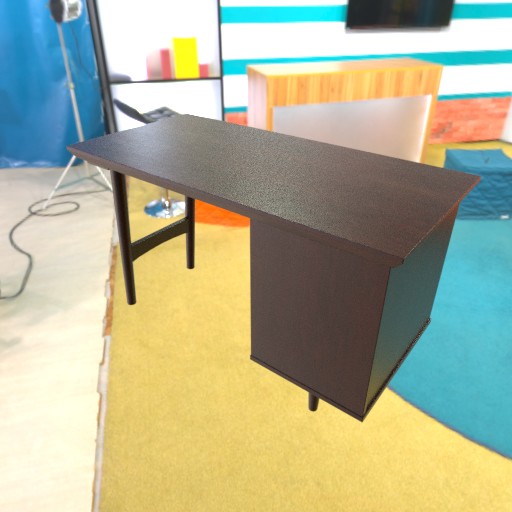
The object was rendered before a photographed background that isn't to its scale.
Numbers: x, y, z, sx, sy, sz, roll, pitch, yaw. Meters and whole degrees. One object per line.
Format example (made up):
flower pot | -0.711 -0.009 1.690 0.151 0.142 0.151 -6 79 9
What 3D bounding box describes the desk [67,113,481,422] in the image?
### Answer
desk | 0.000 0.000 1.685 1.277 0.758 0.612 22 38 32
